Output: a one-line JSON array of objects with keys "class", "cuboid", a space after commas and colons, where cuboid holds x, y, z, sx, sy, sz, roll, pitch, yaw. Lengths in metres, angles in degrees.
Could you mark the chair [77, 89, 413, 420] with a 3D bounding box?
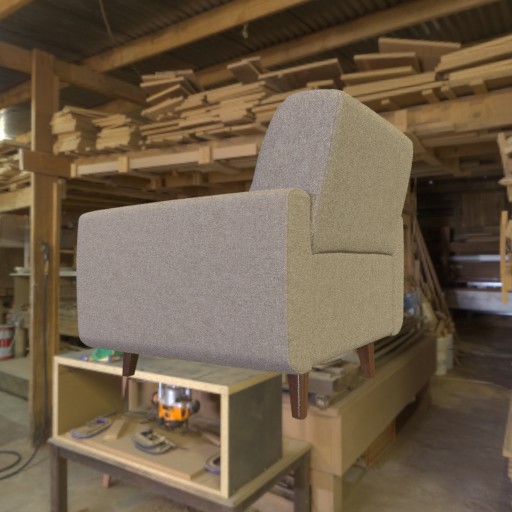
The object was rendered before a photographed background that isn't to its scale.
[{"class": "chair", "cuboid": [0.000, 0.000, 1.529, 0.907, 0.839, 0.831, 0, 0, 36]}]
